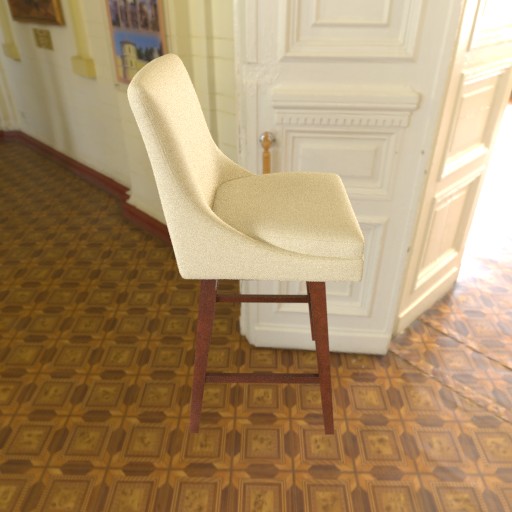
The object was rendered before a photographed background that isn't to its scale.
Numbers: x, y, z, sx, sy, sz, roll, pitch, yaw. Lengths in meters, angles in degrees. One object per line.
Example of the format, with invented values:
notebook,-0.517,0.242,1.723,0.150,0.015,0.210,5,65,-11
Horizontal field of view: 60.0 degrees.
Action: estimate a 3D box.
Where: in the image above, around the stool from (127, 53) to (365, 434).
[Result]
stool,0.000,0.000,1.363,0.559,1.097,0.470,0,32,0
